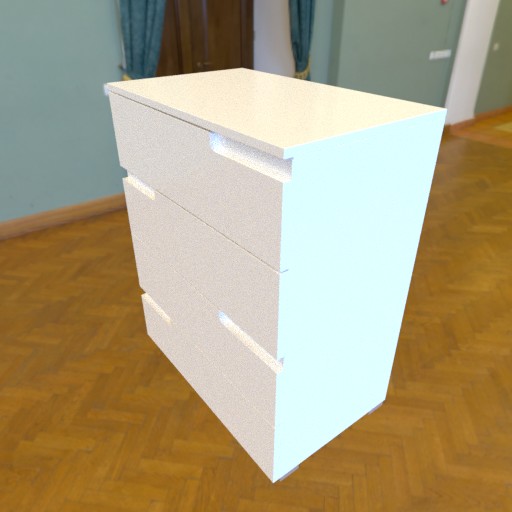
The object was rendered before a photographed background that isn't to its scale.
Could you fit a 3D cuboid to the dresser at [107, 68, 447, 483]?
[{"bbox_3d":[0.000,0.000,1.146,0.400,0.800,0.650,-21,37,-32],"label":"dresser"}]
